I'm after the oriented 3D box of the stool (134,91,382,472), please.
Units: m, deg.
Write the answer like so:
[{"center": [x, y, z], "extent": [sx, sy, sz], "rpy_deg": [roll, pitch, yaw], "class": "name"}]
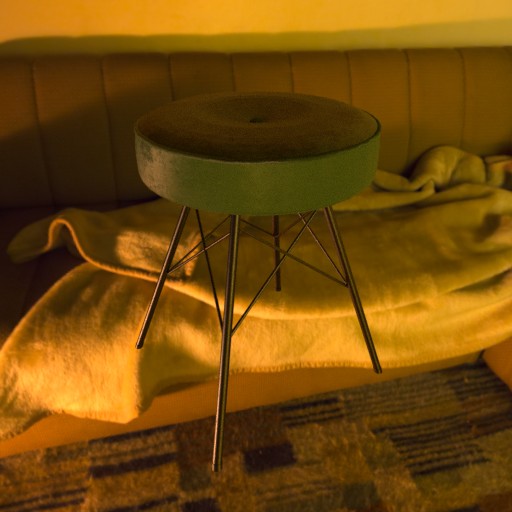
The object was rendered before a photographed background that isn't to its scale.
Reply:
[{"center": [0.000, 0.000, 0.925], "extent": [0.457, 0.595, 0.430], "rpy_deg": [-19, 36, -29], "class": "stool"}]
